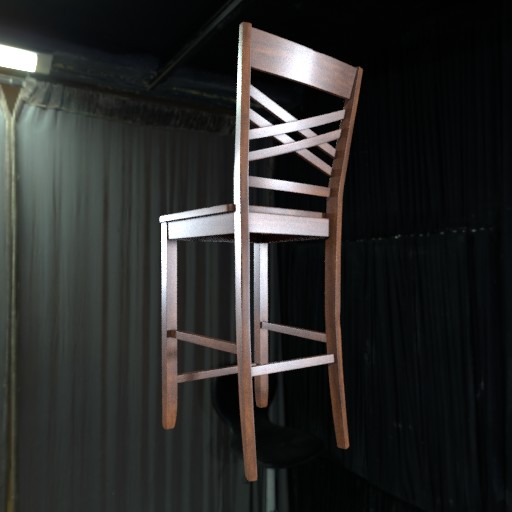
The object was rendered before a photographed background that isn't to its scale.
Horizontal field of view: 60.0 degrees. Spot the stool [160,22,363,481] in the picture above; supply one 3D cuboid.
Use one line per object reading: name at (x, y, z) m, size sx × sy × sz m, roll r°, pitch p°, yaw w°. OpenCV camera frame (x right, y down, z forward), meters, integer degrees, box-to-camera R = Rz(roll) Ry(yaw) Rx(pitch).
stool at (0.000, 0.000, 1.350) m, size 0.426 × 1.098 × 0.504 m, roll 1°, pitch -2°, yaw -36°
